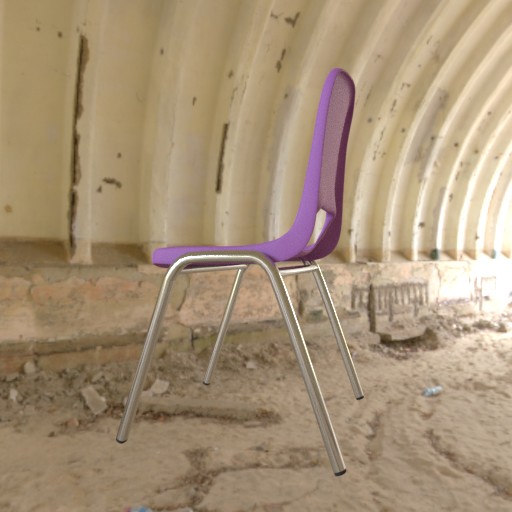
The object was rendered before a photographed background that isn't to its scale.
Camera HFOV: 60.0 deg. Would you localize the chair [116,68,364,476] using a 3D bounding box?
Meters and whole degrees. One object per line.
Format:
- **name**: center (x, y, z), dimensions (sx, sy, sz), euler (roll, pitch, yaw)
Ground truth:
- **chair**: center (0.000, 0.000, 0.675), dimensions (0.301, 0.493, 0.291), euler (0, 0, 18)
